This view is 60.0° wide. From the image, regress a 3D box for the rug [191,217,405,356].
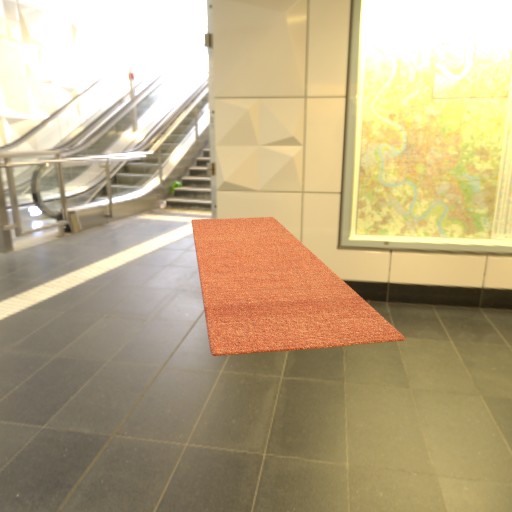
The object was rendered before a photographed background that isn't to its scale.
[{"bbox_3d":[0.000,0.000,2.595,0.687,0.012,2.307,-3,16,-9],"label":"rug"}]
